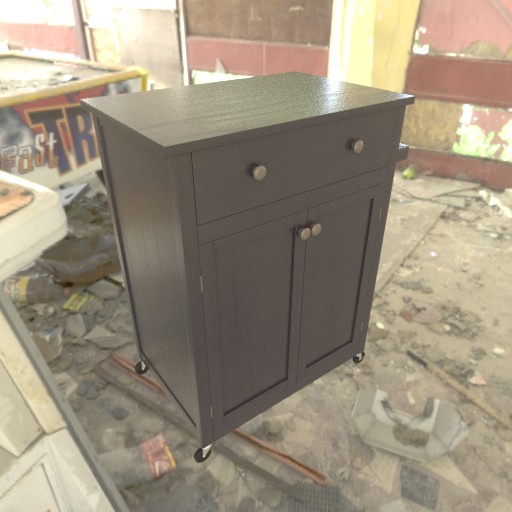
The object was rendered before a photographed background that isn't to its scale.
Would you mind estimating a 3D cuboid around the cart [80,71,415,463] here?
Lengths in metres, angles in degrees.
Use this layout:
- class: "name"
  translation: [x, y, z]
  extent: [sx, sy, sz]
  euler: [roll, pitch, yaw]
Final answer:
- class: "cart"
  translation: [0.000, 0.000, 1.276]
  extent: [0.690, 0.878, 0.449]
  euler: [-21, 37, -30]
